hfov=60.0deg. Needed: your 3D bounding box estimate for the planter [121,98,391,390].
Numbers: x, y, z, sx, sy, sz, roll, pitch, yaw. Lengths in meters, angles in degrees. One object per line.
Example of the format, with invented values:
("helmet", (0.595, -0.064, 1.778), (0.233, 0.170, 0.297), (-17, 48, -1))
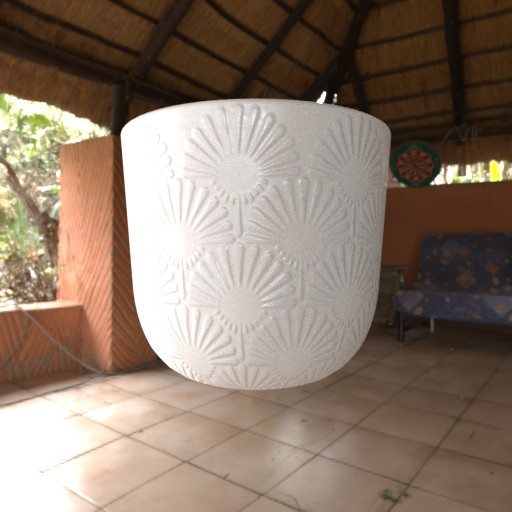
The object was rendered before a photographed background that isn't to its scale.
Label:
("planter", (0.000, 0.000, 0.293), (0.170, 0.152, 0.170), (0, 1, 0))
